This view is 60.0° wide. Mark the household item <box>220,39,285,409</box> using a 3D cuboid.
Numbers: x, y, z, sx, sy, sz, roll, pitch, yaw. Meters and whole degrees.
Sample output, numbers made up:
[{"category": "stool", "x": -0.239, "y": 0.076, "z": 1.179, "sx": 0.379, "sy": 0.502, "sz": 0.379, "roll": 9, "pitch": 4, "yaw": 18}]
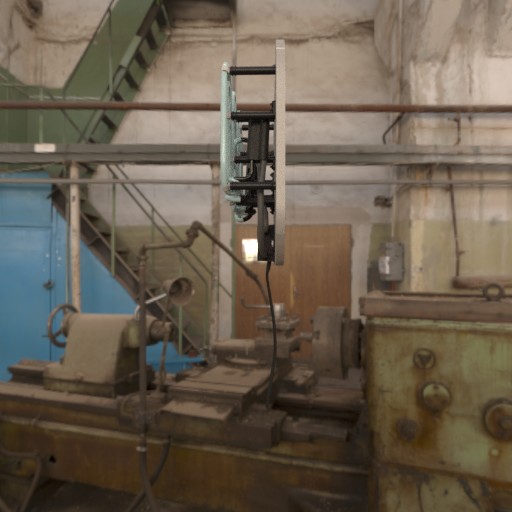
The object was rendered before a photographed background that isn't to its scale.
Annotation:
[{"category": "household item", "x": 0.000, "y": 0.000, "z": 0.378, "sx": 0.042, "sy": 0.294, "sz": 0.211, "roll": 0, "pitch": 0, "yaw": 2}]
